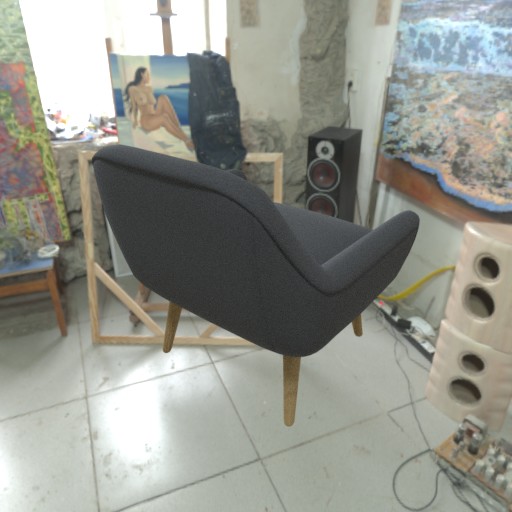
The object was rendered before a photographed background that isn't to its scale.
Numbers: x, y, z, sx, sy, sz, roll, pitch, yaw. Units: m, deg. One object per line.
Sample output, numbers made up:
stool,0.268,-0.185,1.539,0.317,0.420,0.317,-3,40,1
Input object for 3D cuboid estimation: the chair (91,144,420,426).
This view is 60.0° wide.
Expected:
chair,0.000,0.000,1.392,0.770,0.800,0.779,20,34,33
